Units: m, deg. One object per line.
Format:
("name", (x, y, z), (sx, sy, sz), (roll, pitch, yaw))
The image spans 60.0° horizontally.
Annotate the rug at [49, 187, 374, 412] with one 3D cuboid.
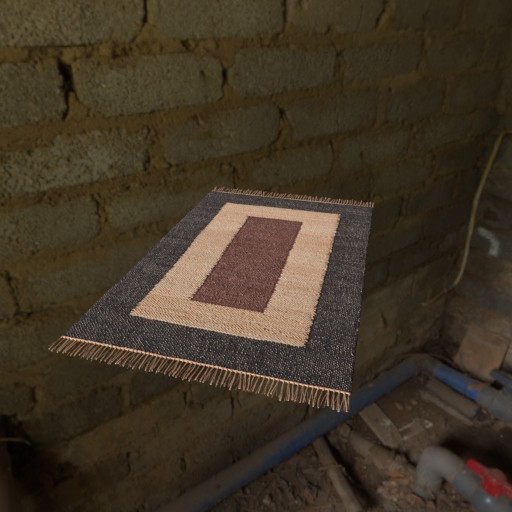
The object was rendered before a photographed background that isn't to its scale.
("rug", (0.000, 0.000, 2.521), (1.224, 0.027, 2.021), (8, 30, 14))
